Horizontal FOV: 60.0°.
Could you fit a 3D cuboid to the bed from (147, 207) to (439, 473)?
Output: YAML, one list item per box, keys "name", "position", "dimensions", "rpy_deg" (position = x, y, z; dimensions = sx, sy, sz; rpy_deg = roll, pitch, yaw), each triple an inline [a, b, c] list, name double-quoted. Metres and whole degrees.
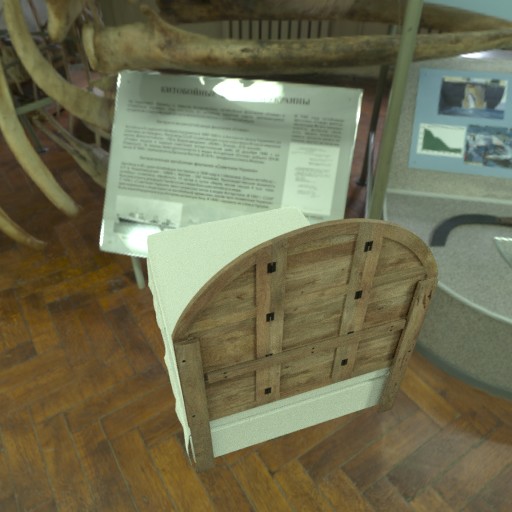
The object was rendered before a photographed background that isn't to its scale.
- name: "bed"
  position: [0.000, 0.000, 3.517]
  dimensions: [1.713, 2.002, 2.112]
  rpy_deg: [-12, 41, -14]
